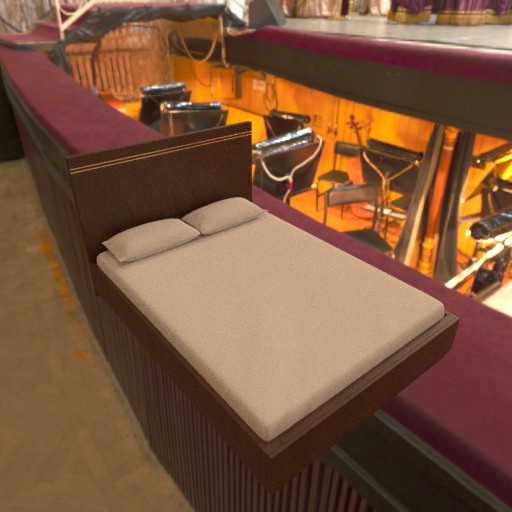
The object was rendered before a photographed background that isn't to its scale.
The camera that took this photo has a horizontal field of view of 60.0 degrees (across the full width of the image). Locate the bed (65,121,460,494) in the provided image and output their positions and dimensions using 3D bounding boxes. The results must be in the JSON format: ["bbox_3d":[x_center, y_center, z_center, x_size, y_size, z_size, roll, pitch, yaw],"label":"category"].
[{"bbox_3d":[0.000,0.000,3.051,1.613,1.169,2.221,-22,37,-33],"label":"bed"}]
